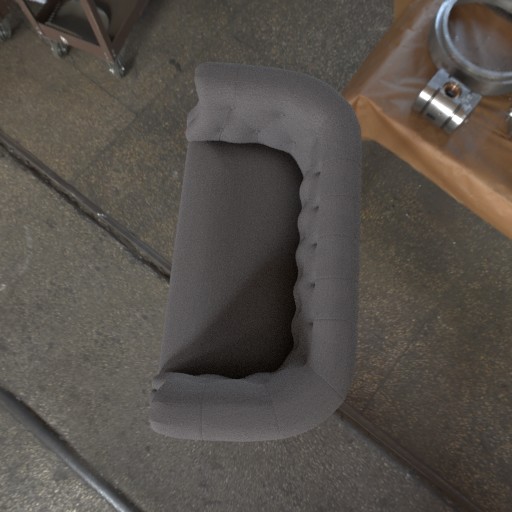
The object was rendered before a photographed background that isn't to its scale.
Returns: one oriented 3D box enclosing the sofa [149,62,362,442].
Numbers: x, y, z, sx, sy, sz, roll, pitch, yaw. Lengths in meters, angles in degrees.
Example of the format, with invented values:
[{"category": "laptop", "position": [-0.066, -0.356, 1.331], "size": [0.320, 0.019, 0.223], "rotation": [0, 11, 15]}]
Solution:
[{"category": "sofa", "position": [0.000, 0.000, 2.092], "size": [0.835, 0.827, 1.558], "rotation": [5, 76, 1]}]
